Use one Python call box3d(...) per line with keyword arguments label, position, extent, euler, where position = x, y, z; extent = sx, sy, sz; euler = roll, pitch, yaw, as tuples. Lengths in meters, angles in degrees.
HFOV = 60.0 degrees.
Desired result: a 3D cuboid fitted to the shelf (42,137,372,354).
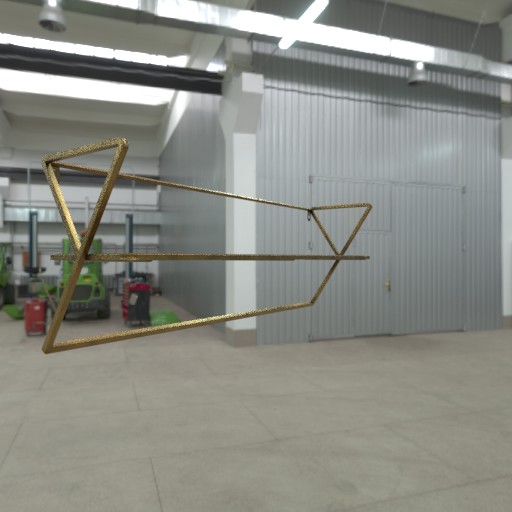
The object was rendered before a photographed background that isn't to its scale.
box3d(label="shelf", position=(0.000, 0.000, 0.732), extent=(0.150, 0.229, 0.645), euler=(0, 0, 36))
